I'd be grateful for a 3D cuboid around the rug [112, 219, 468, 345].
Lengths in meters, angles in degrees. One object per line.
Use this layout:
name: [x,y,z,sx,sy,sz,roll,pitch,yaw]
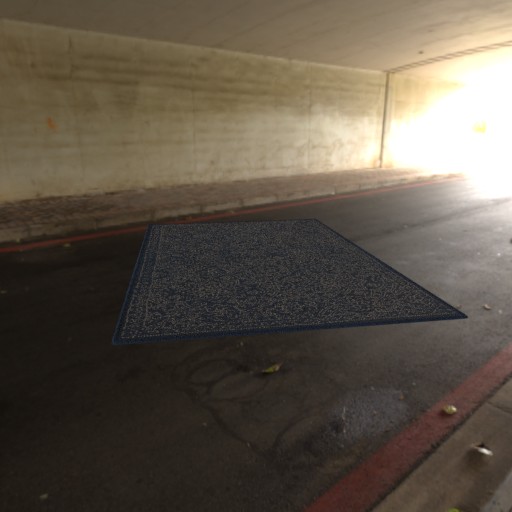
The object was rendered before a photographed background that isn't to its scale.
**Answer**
rug: [0.000,0.000,2.334,1.219,0.010,1.829,-3,16,-9]
